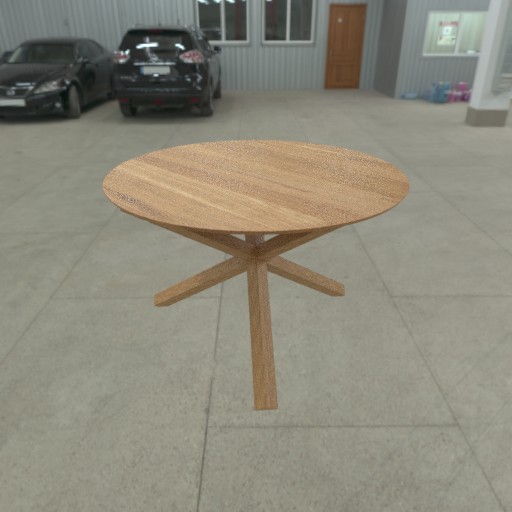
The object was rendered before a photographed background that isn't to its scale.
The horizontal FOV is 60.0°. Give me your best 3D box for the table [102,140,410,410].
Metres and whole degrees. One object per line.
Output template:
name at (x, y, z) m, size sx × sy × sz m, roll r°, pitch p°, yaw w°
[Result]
table at (0.000, 0.000, 1.718) m, size 1.038 × 0.666 × 1.038 m, roll 0°, pitch 27°, yaw 0°
